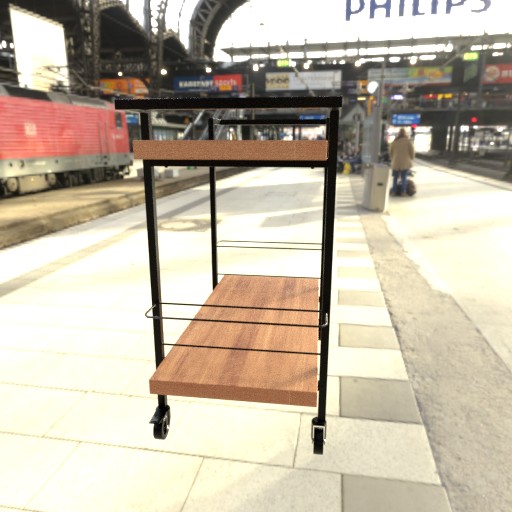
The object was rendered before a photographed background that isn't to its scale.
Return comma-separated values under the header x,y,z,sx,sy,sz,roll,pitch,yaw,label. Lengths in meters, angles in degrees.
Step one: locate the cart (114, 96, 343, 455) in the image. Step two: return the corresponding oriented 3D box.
x,y,z,sx,sy,sz,roll,pitch,yaw,label
0.000,0.000,1.234,0.406,0.762,0.806,2,15,8,cart
